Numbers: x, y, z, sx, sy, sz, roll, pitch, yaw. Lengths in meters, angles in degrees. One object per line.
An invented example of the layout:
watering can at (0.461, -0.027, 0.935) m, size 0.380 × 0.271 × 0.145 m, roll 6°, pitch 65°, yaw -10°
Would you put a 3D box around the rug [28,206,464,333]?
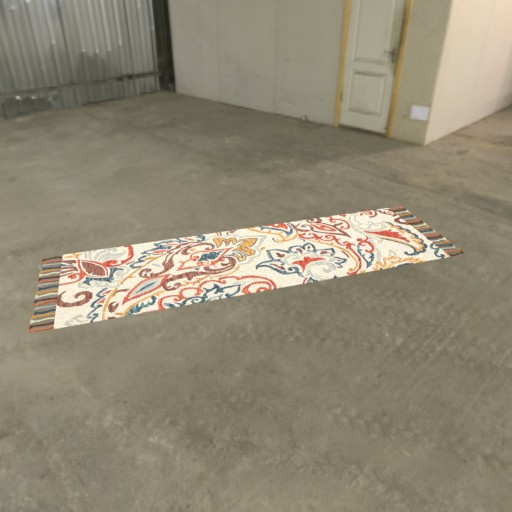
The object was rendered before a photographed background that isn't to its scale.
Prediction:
rug at (0.000, 0.000, 2.920) m, size 2.682 × 0.015 × 0.763 m, roll -9°, pitch 33°, yaw -14°
